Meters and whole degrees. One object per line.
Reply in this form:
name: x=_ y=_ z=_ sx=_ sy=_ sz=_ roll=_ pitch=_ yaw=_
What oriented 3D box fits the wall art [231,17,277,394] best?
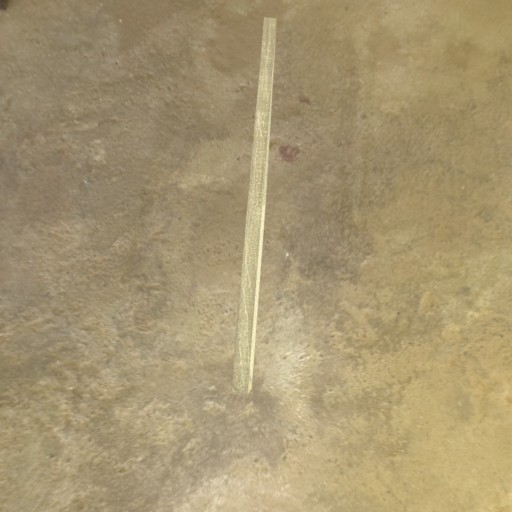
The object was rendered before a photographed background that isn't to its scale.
wall art: x=0.000 y=0.000 z=1.342 sx=0.035 sy=1.022 sz=0.781 roll=4 pitch=74 yaw=1
